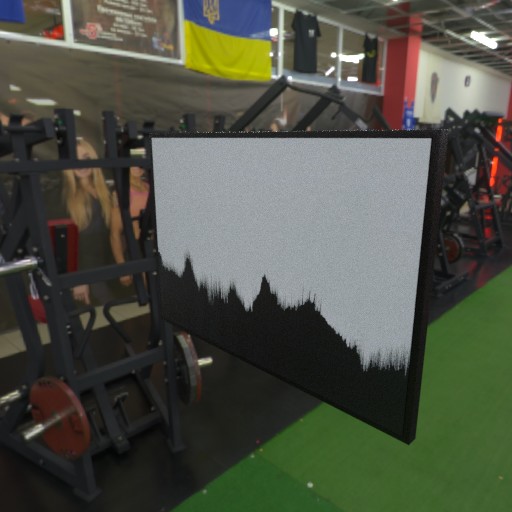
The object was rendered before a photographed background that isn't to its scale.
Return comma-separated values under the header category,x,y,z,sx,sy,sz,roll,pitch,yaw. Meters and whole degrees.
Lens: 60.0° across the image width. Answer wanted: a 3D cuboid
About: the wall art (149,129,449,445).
category,x,y,z,sx,sy,sz,roll,pitch,yaw
wall art,0.000,0.000,0.826,0.022,0.446,0.659,-14,21,-43
